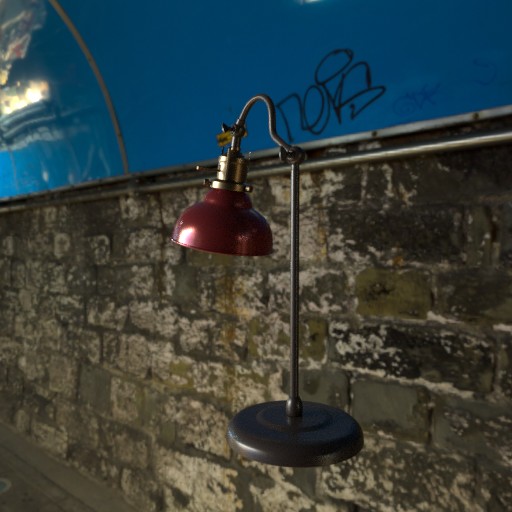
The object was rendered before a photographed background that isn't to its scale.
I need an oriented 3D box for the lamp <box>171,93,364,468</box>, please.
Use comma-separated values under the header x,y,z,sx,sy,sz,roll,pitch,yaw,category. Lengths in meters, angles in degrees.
x,y,z,sx,sy,sz,roll,pitch,yaw,category
0.000,0.000,0.700,0.192,0.508,0.374,0,0,-36,lamp
